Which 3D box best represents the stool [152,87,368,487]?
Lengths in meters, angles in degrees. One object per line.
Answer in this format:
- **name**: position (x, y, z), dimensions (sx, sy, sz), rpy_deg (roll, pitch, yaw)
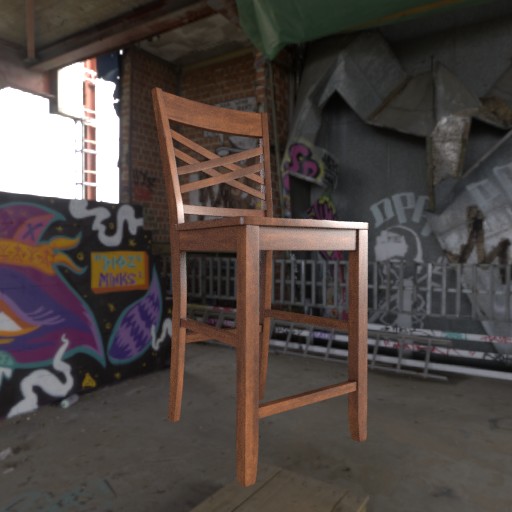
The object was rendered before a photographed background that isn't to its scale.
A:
- **stool**: position (0.000, 0.000, 1.372), dimensions (0.462, 1.079, 0.539), rpy_deg (-1, 1, -37)
